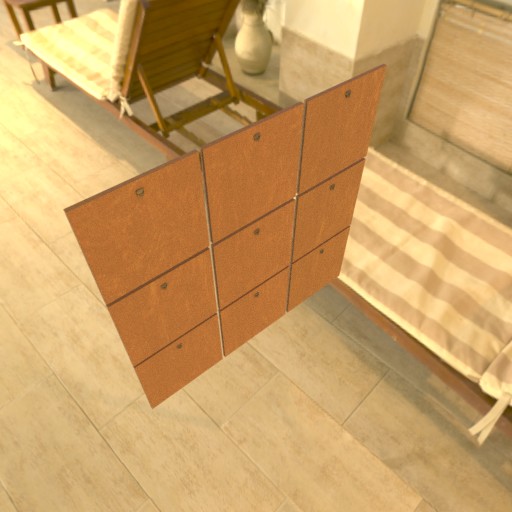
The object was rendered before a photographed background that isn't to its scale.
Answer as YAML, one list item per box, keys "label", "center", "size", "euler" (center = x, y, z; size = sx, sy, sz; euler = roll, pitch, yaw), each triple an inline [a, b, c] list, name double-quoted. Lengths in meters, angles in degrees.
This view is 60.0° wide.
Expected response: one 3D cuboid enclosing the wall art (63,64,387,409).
- label: "wall art"
  center: [0.000, 0.000, 1.355]
  size: [0.915, 0.913, 0.018]
  euler: [-32, 56, -25]
